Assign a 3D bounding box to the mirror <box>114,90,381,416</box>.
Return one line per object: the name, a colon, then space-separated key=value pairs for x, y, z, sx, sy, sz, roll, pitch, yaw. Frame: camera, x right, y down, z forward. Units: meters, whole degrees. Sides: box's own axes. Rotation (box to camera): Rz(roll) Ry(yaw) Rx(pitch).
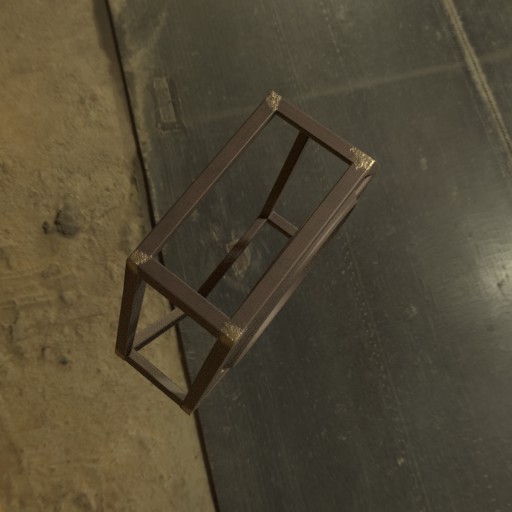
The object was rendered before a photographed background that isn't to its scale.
mirror: x=0.000 y=0.000 z=0.536 sx=0.119 sy=0.334 sz=0.380 roll=37 pitch=80 yaw=8
